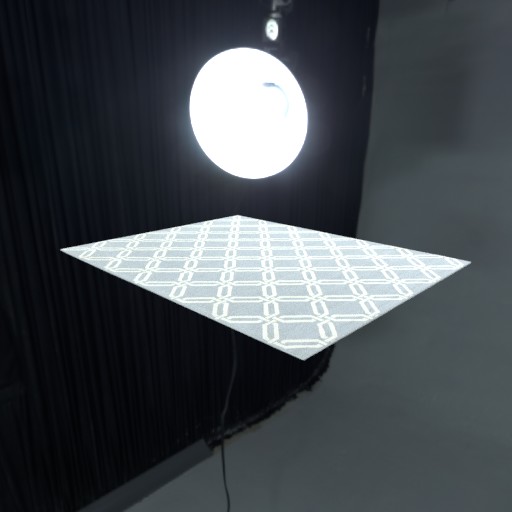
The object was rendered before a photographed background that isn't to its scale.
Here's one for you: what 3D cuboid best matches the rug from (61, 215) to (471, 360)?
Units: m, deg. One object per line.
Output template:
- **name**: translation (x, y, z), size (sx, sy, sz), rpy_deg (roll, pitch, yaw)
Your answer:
- **rug**: translation (0.000, 0.000, 3.961), size (2.895, 0.018, 2.288), rpy_deg (16, 22, 42)
